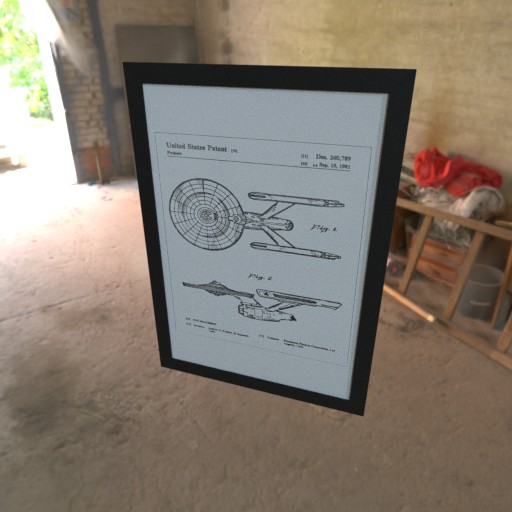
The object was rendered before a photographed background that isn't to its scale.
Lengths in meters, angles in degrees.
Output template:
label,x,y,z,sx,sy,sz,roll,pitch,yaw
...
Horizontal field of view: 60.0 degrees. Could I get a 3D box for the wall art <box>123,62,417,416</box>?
label,x,y,z,sx,sy,sz,roll,pitch,yaw
wall art,0.000,0.000,0.669,0.379,0.530,0.008,9,28,17
